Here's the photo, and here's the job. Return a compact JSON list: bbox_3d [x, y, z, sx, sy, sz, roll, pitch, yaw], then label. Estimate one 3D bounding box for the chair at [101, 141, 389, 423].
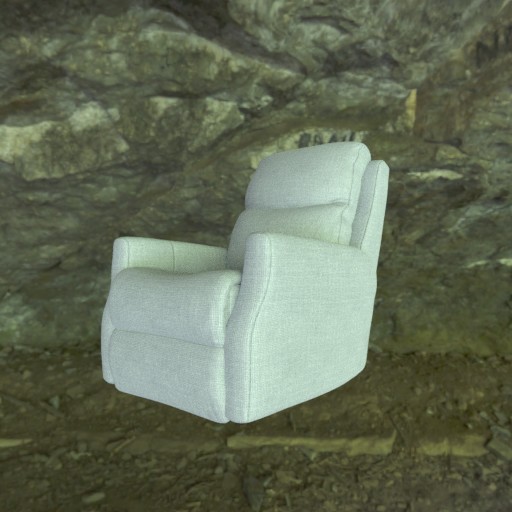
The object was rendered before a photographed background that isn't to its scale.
[{"bbox_3d":[0.000,0.000,1.819,0.829,1.030,1.080,0,0,38],"label":"chair"}]
